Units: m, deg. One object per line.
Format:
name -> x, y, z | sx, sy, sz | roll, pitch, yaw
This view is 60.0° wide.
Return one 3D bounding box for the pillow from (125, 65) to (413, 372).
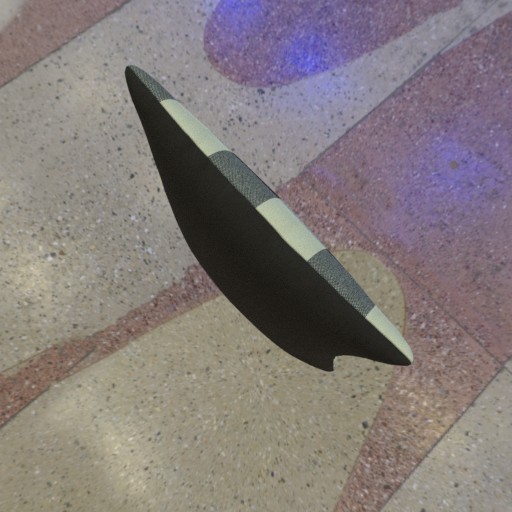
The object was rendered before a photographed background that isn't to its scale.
pillow -> 0.000, 0.000, 0.774 | 0.161, 0.509, 0.511 | -41, 78, -10
